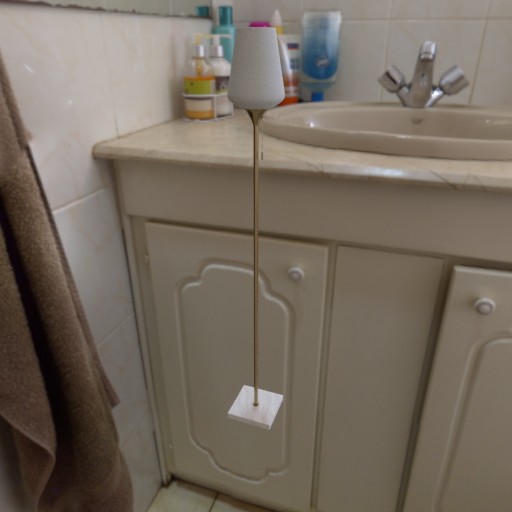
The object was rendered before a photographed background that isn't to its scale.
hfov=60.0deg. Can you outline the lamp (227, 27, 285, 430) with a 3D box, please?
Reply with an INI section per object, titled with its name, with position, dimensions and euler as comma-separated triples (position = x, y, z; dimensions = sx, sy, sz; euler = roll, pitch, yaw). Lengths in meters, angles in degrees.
[lamp]
position = 0.000, 0.000, 1.981
dimensions = 0.232, 1.813, 0.229
euler = 9, 27, 19
